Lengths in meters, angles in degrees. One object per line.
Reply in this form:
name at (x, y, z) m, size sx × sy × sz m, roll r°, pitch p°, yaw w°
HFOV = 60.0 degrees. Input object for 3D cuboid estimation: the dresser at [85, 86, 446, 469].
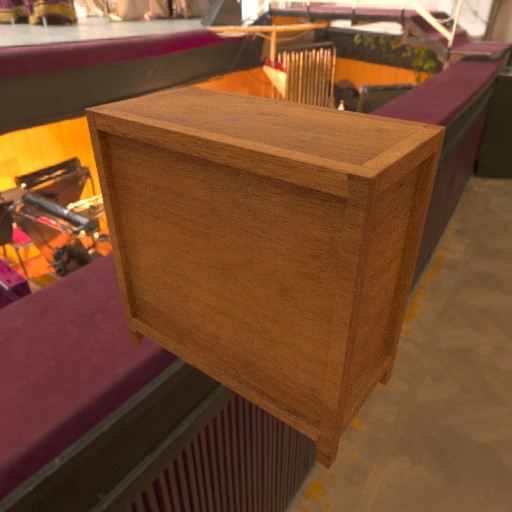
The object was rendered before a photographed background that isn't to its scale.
dresser at (0.000, 0.000, 1.297) m, size 0.804 × 0.804 × 0.427 m, roll 22°, pitch 37°, yaw 31°
